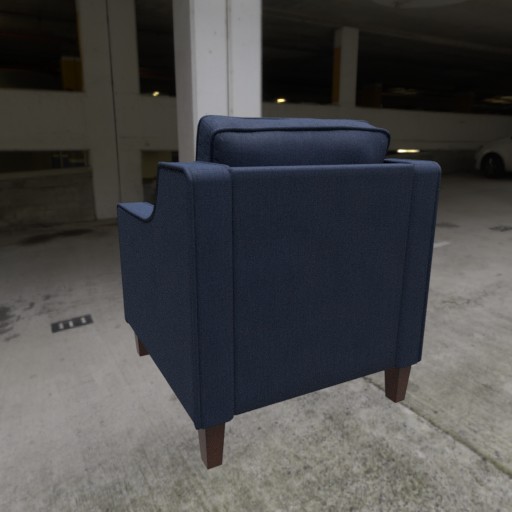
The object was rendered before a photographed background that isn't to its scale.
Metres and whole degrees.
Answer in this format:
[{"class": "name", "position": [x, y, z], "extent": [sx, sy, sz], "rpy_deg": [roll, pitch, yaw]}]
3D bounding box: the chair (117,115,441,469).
[{"class": "chair", "position": [0.000, 0.000, 1.652], "extent": [0.831, 0.960, 0.909], "rpy_deg": [-7, 16, -27]}]
